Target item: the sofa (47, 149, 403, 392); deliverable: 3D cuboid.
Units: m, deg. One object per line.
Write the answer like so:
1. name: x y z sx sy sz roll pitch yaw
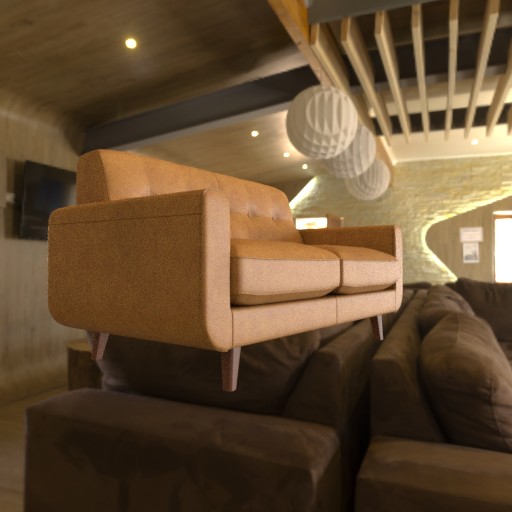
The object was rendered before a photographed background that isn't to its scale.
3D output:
1. sofa: 0.000 0.000 2.217 0.952 0.925 1.651 -1 -1 38
